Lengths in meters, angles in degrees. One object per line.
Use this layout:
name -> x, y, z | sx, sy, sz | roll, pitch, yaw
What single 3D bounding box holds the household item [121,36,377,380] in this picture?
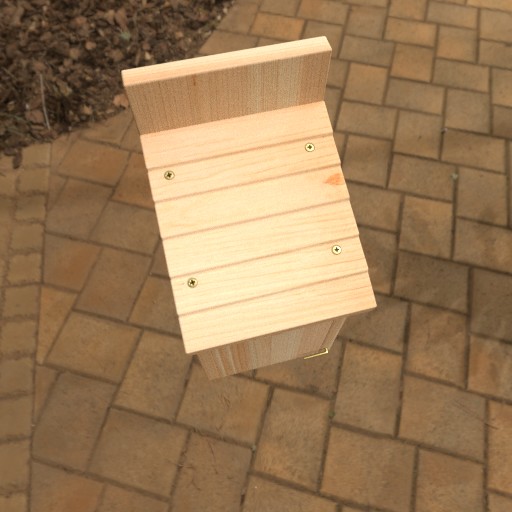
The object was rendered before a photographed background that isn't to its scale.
household item -> 0.000, 0.000, 0.404 | 0.149, 0.300, 0.171 | -13, 63, -7
